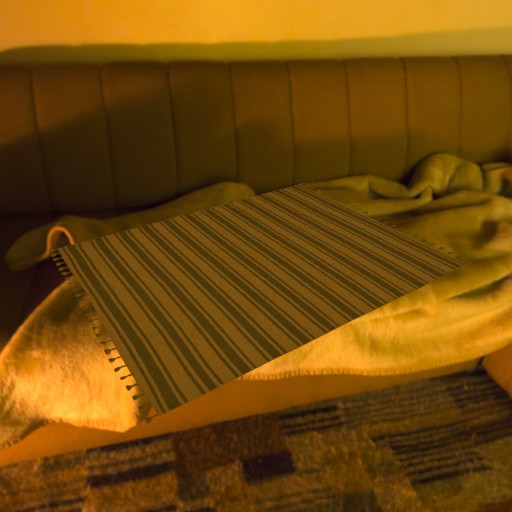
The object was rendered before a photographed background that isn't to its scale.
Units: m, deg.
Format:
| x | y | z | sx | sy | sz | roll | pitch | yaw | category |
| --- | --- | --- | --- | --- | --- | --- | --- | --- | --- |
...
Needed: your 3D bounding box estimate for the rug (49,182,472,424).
| x | y | z | sx | sy | sz | roll | pitch | yaw | category |
| --- | --- | --- | --- | --- | --- | --- | --- | --- | --- |
| 0.000 | 0.000 | 4.180 | 3.201 | 0.005 | 2.439 | -19 | 36 | -29 | rug |
